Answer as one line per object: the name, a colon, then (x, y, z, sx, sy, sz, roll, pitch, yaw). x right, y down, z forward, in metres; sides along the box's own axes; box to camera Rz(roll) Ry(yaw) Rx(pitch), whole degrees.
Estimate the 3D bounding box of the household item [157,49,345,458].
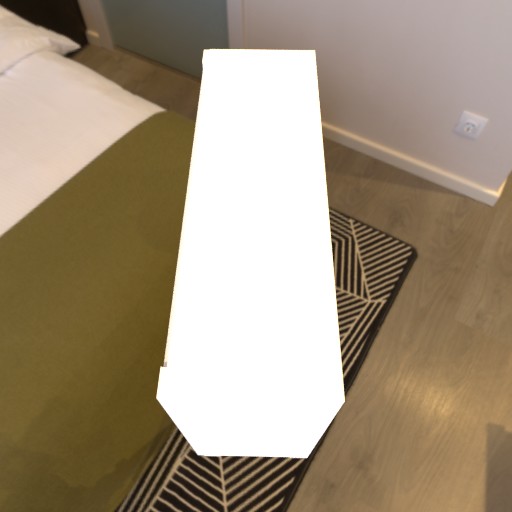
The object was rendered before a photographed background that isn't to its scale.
household item: (0.000, 0.000, 1.700, 0.420, 0.867, 1.300, 1, 58, 1)
